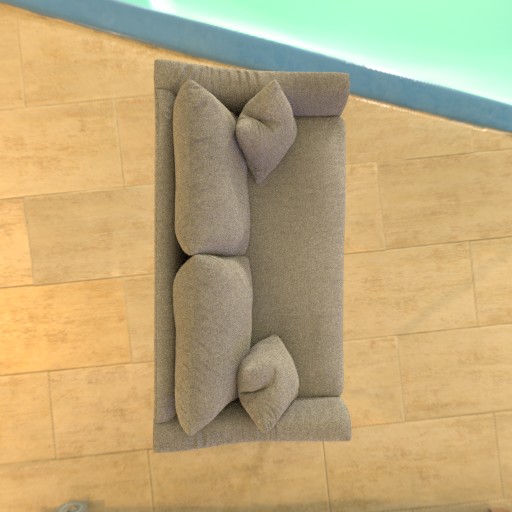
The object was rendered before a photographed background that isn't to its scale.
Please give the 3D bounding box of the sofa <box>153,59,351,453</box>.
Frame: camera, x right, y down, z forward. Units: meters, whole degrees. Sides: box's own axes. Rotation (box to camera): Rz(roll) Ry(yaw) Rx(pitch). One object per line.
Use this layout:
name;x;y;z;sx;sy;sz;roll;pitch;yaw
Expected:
sofa;0.000;0.000;2.587;1.072;1.018;2.010;0;89;-1
